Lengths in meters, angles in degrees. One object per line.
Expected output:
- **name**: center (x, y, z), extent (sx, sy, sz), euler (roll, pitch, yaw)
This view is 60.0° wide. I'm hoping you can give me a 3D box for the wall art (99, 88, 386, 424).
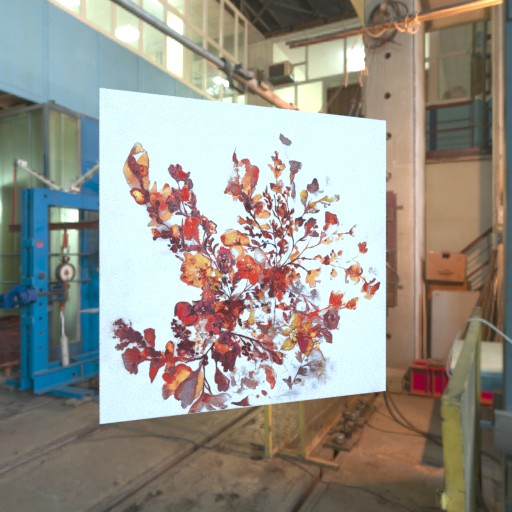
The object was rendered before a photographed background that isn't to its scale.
- **wall art**: center (0.000, 0.000, 1.135), extent (0.757, 0.757, 0.037), euler (0, 0, -19)
